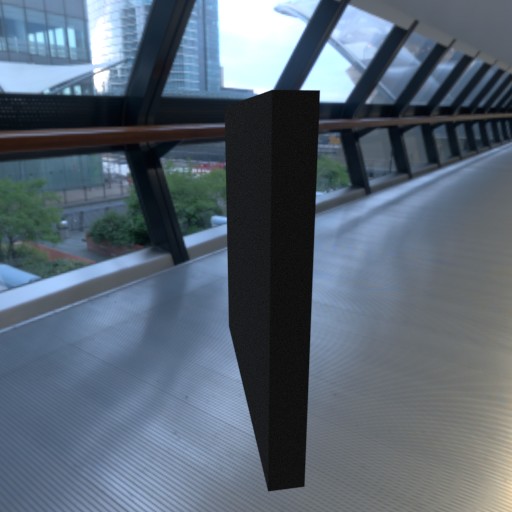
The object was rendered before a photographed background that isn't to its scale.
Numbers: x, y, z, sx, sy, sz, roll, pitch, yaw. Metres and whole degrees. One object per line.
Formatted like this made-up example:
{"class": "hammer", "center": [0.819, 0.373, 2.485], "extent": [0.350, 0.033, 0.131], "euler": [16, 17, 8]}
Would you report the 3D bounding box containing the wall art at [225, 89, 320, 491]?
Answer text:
{"class": "wall art", "center": [0.000, 0.000, 0.462], "extent": [0.030, 0.305, 0.308], "euler": [-3, 17, -9]}
